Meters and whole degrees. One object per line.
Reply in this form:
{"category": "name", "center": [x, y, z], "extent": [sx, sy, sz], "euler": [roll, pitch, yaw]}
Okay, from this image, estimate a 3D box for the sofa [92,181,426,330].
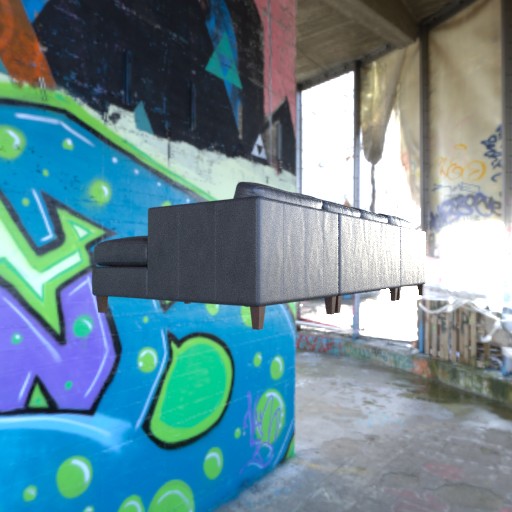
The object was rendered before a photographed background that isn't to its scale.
{"category": "sofa", "center": [0.000, 0.000, 4.491], "extent": [2.452, 0.891, 3.324], "euler": [-1, -1, 36]}
